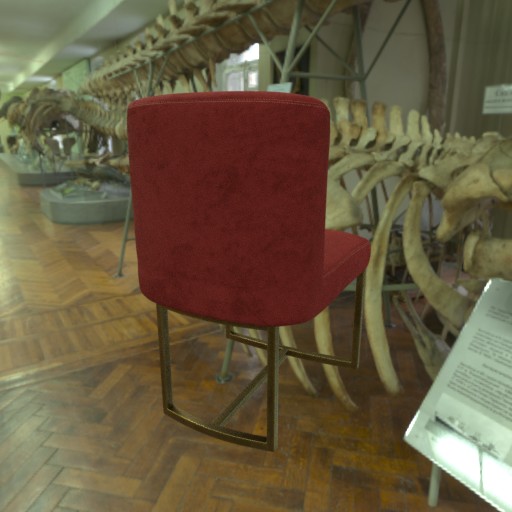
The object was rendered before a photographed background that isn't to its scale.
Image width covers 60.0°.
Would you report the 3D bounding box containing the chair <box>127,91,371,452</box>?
[{"bbox_3d":[0.000,0.000,1.231,0.530,0.824,0.560,8,18,26],"label":"chair"}]
